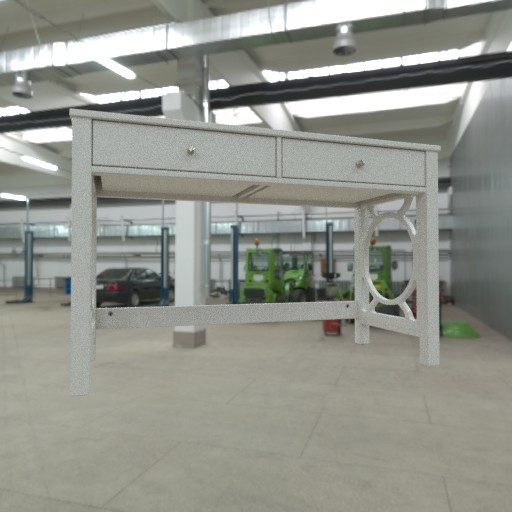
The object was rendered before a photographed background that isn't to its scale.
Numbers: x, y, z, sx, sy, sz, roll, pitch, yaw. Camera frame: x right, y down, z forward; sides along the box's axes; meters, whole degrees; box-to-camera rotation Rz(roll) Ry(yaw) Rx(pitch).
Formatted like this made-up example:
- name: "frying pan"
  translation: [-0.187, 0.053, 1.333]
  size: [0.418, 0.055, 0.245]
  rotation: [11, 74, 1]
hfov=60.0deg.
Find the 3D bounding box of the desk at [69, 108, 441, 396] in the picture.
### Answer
- name: "desk"
  translation: [0.000, 0.000, 1.574]
  size: [1.191, 0.762, 0.504]
  rotation: [0, -1, -18]
